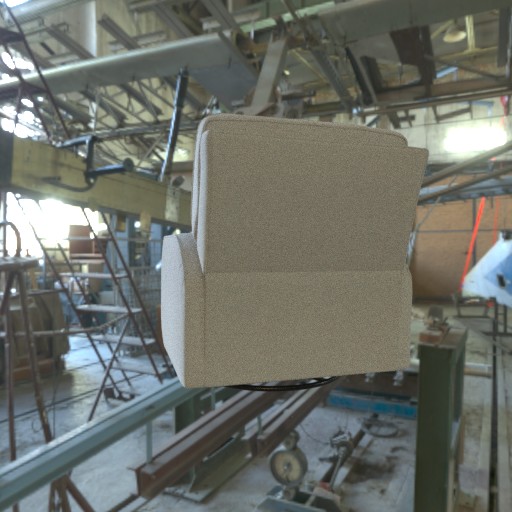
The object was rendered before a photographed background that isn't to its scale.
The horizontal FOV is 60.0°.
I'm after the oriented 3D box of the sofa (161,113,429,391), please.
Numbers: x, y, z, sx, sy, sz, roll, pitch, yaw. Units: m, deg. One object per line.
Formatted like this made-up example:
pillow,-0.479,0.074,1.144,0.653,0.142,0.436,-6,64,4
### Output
sofa,0.000,0.000,2.053,0.861,0.959,1.472,0,0,-17
